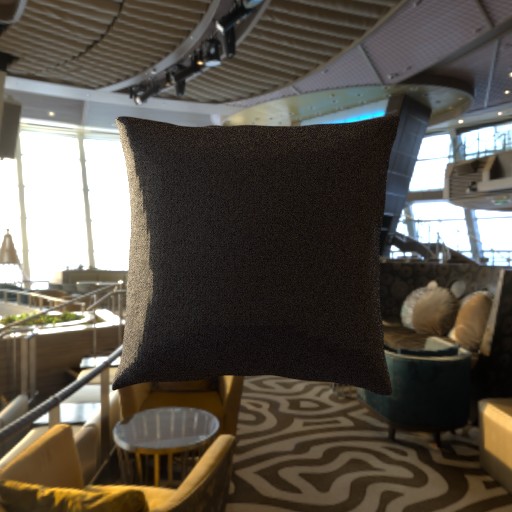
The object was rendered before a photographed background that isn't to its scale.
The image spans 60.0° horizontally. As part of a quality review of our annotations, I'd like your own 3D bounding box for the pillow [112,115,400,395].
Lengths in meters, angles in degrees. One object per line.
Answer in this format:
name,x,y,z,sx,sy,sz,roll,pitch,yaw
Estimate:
pillow,0.000,0.000,0.701,0.452,0.439,0.204,0,1,0
